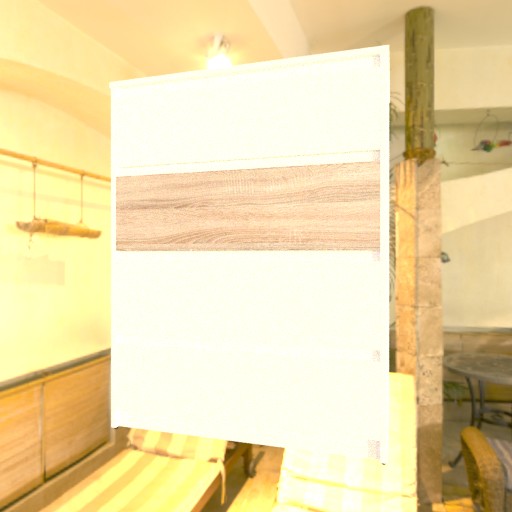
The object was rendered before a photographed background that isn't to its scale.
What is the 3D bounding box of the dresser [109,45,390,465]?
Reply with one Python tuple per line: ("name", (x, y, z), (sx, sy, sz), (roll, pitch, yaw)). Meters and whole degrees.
("dresser", (0.000, 0.000, 1.387), (0.800, 1.040, 0.380), (0, 0, 17))
